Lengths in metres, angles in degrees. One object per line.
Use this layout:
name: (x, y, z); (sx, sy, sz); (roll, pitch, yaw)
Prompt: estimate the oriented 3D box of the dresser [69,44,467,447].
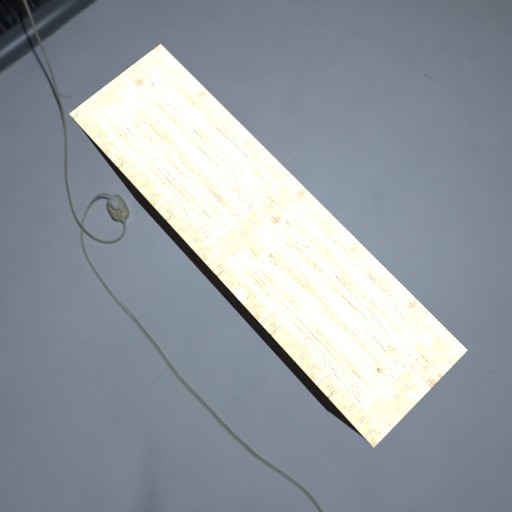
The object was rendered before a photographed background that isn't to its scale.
dresser: (0.000, 0.000, 2.098); (0.457, 1.016, 1.626); (-42, 80, -9)
